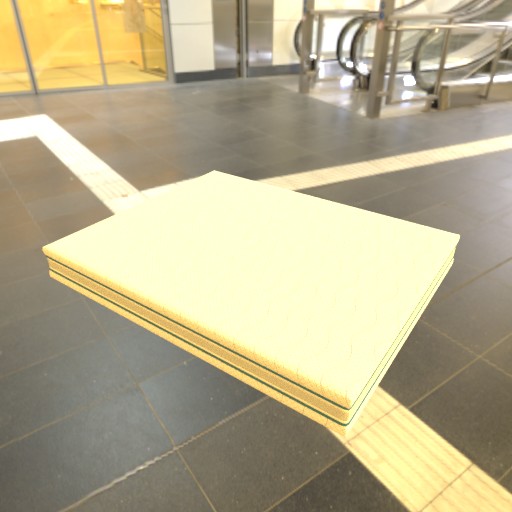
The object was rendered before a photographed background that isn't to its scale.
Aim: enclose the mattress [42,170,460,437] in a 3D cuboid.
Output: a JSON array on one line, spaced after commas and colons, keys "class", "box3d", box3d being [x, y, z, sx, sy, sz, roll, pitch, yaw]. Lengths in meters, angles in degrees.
[{"class": "mattress", "box3d": [0.000, 0.000, 2.757, 2.000, 0.230, 1.600, 20, 36, 30]}]
